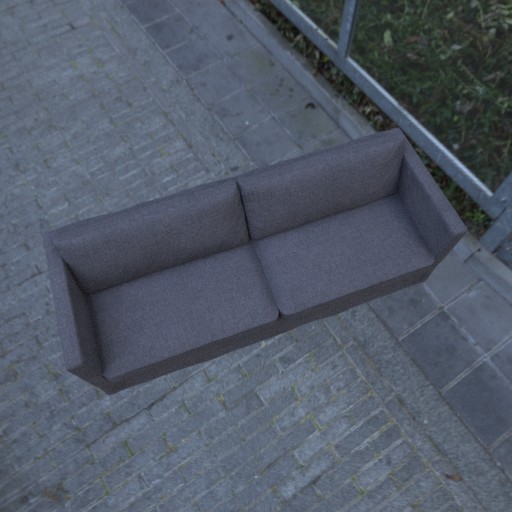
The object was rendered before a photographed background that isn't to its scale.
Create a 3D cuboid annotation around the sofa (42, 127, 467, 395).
[{"bbox_3d":[0.000,0.000,3.317,2.779,0.998,1.036,-18,65,-9],"label":"sofa"}]
